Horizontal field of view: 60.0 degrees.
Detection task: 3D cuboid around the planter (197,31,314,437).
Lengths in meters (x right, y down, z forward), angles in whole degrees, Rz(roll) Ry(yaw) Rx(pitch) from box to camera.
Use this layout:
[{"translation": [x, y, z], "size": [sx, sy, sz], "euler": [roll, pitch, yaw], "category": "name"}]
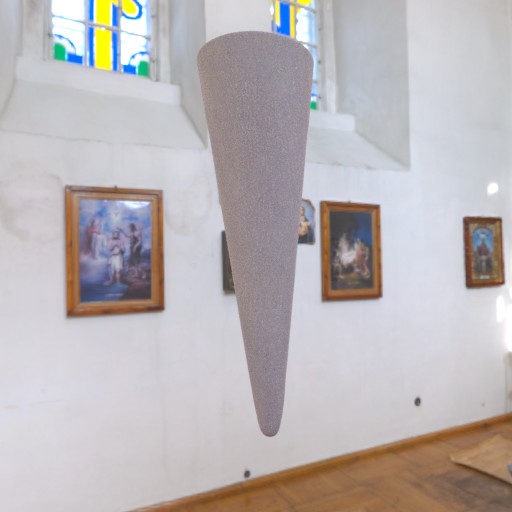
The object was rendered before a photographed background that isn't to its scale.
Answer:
[{"translation": [0.000, 0.000, 0.295], "size": [0.078, 0.259, 0.087], "euler": [-1, -2, 18], "category": "planter"}]
